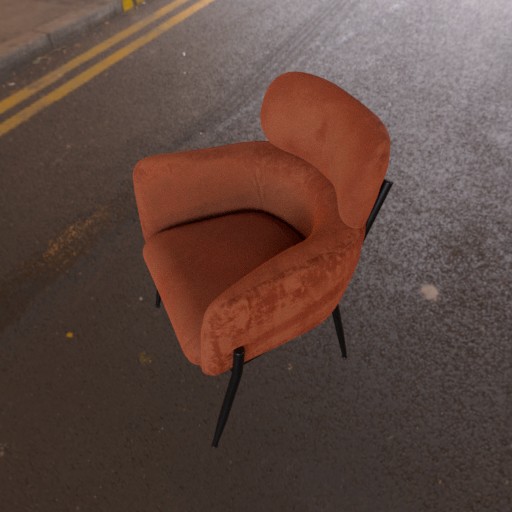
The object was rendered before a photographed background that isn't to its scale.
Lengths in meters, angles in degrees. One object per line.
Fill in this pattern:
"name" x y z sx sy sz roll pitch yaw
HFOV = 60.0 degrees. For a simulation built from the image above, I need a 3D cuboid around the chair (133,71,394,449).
"chair" 0.000 0.000 1.154 0.523 0.772 0.561 -19 49 -17
